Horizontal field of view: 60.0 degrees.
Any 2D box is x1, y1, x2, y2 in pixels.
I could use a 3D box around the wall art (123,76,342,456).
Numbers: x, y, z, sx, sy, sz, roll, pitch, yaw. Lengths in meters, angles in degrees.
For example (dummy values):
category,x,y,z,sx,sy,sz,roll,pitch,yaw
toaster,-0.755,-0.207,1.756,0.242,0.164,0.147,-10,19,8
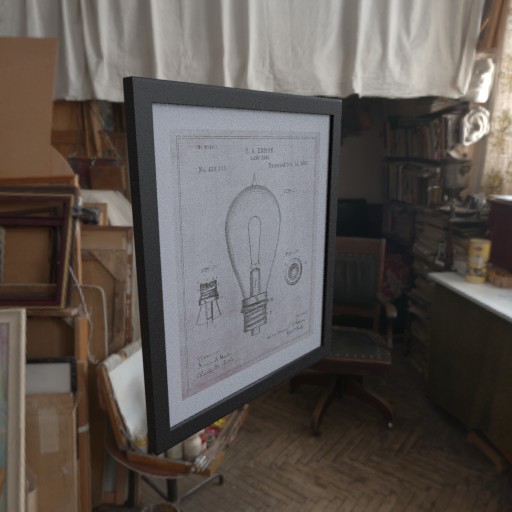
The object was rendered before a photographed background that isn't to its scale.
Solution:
category,x,y,z,sx,sy,sz,roll,pitch,yaw
wall art,0.000,0.000,0.727,0.021,0.509,0.430,14,20,42
